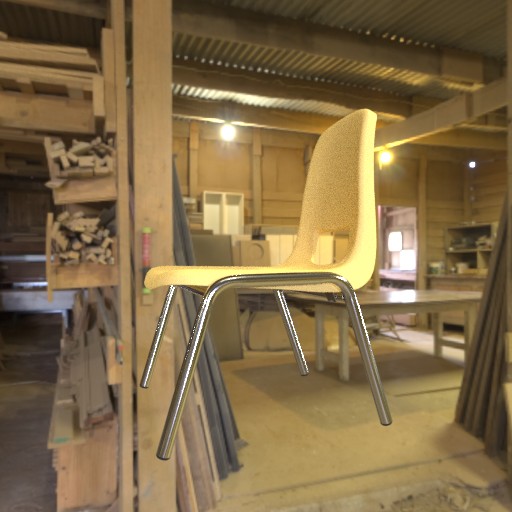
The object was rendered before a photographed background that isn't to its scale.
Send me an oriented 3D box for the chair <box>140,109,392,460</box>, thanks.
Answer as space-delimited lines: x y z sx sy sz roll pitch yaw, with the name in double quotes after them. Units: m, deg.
0.000 0.000 0.799 0.385 0.536 0.354 0 0 -18 "chair"
